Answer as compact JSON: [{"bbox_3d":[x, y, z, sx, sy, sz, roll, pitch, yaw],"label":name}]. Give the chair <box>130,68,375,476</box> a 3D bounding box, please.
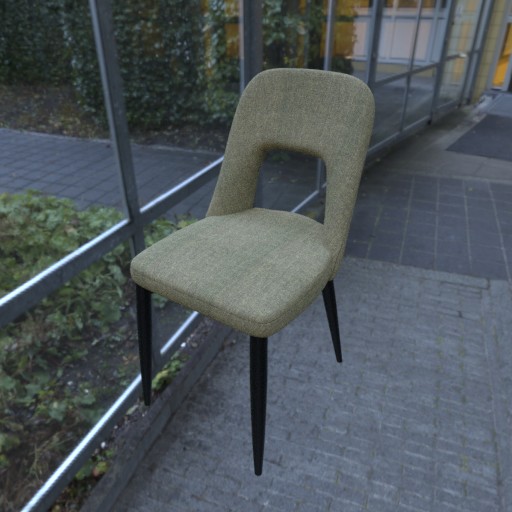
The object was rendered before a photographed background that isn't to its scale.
[{"bbox_3d":[0.000,0.000,1.263,0.470,0.931,0.612,19,35,29],"label":"chair"}]
